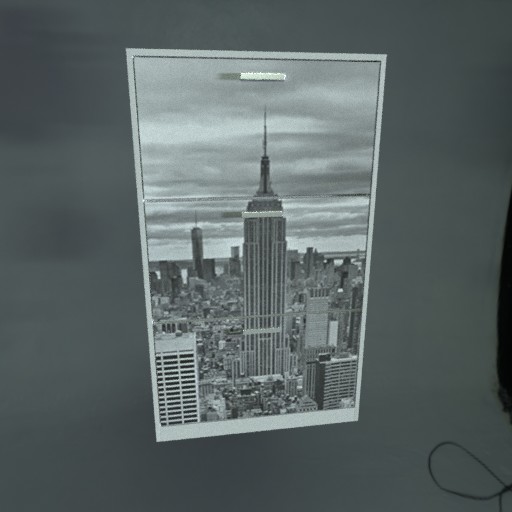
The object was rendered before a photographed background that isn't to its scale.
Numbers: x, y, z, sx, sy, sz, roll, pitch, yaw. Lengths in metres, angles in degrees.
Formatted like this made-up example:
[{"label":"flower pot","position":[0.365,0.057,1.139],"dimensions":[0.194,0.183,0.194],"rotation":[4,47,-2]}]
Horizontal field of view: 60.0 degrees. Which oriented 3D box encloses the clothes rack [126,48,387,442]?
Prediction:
[{"label":"clothes rack","position":[0.000,0.000,1.549],"dimensions":[0.750,1.280,0.250],"rotation":[-3,17,-9]}]
